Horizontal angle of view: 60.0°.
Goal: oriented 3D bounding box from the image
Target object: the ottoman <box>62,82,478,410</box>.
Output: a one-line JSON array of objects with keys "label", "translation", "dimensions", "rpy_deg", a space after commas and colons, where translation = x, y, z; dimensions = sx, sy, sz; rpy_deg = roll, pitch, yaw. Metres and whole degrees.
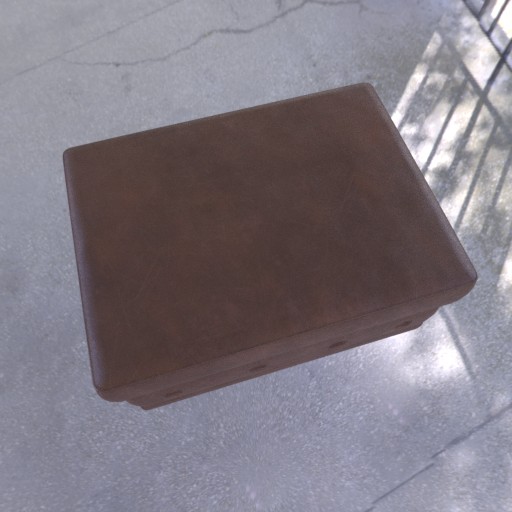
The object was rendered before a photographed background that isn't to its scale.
[{"label": "ottoman", "translation": [0.000, 0.000, 1.166], "dimensions": [0.795, 0.509, 0.588], "rpy_deg": [-15, 65, -7]}]
